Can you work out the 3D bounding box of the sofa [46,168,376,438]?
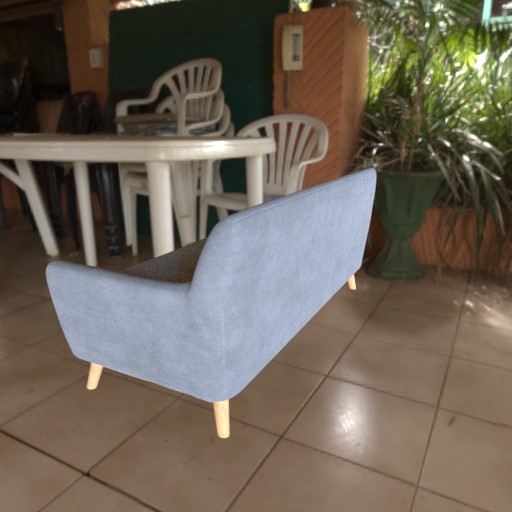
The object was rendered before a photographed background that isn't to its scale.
[{"bbox_3d":[0.000,0.000,2.364,0.830,0.830,1.970,8,18,26],"label":"sofa"}]
